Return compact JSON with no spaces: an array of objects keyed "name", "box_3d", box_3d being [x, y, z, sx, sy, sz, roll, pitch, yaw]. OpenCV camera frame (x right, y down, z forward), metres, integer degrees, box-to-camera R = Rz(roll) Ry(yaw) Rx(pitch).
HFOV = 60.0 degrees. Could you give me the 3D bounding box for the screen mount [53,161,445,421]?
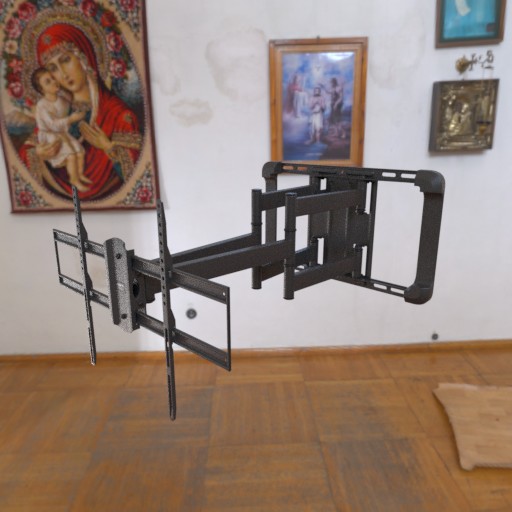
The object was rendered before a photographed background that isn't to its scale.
[{"name":"screen mount","box_3d":[0.000,0.000,1.315,0.725,0.483,0.905,14,21,41]}]
